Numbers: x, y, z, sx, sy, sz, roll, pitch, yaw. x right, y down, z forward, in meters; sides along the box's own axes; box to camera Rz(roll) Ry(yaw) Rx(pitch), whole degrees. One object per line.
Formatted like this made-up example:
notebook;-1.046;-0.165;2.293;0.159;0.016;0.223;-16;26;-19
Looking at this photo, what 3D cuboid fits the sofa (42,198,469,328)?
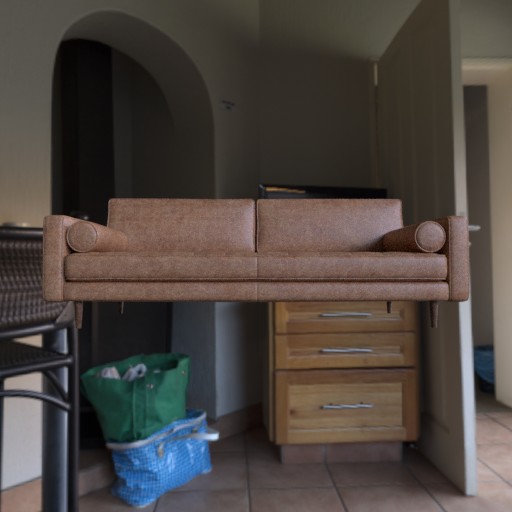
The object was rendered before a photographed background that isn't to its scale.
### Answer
sofa;0.000;0.000;2.689;2.200;0.770;0.919;0;-2;-1
